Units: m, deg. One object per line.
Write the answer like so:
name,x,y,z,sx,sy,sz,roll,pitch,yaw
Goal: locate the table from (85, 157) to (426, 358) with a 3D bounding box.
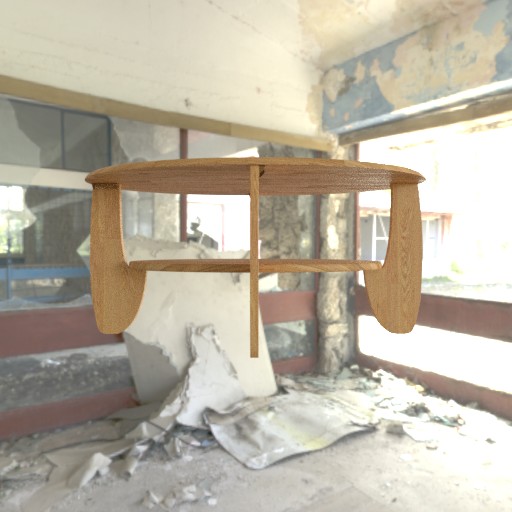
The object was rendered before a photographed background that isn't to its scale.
table,0.000,0.000,1.393,1.040,0.490,0.690,0,2,0
